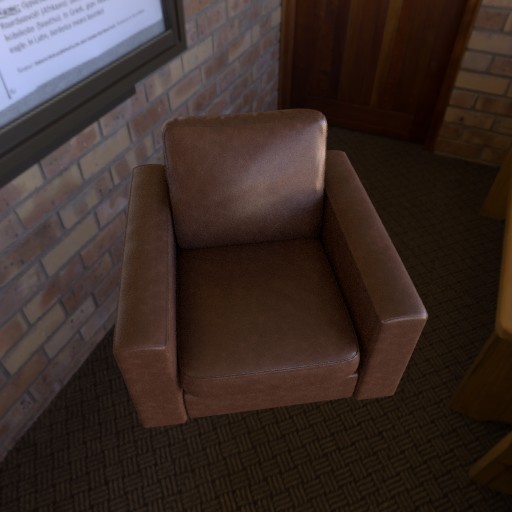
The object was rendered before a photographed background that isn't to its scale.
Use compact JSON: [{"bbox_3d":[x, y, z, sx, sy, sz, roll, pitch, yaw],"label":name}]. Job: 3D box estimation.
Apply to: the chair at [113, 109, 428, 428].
[{"bbox_3d":[0.000,0.000,1.779,1.005,0.873,1.016,-6,45,-6],"label":"chair"}]
